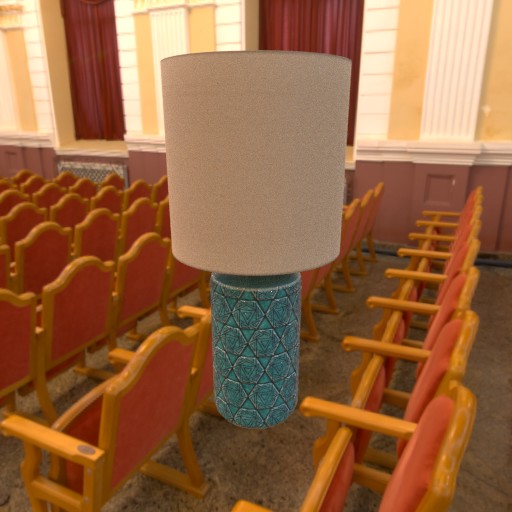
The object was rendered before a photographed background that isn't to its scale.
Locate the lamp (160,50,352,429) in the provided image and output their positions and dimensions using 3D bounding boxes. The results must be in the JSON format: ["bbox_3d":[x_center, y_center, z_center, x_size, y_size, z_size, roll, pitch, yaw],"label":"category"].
[{"bbox_3d":[0.000,0.000,0.747,0.278,0.597,0.278,9,19,25],"label":"lamp"}]
